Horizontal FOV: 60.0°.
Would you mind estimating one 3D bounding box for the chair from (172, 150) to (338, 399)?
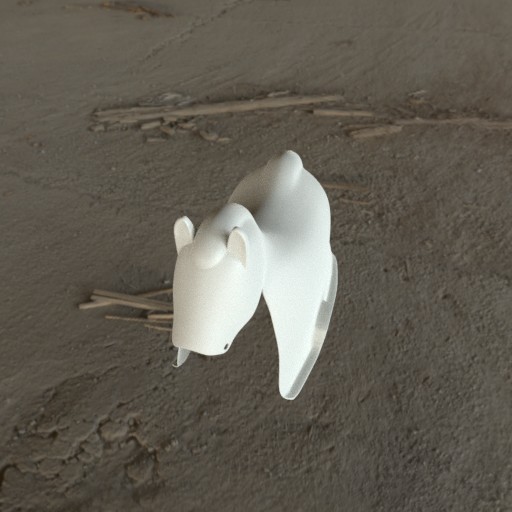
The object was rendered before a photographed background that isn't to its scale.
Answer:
[{"bbox_3d":[0.000,0.000,1.168,0.429,0.612,0.800,12,43,13],"label":"chair"}]
